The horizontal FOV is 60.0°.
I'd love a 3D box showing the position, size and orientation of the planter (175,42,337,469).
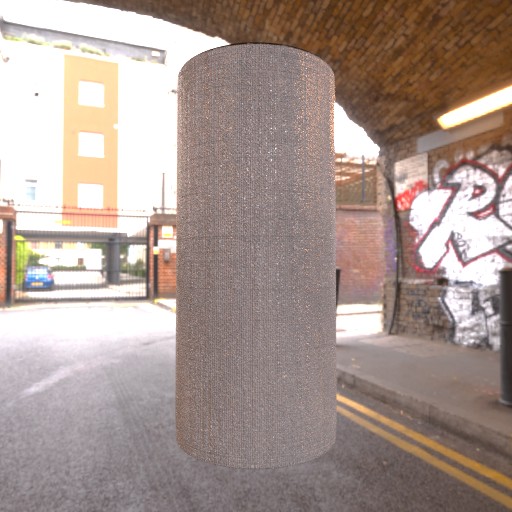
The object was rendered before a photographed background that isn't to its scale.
[{"bbox_3d":[0.000,0.000,0.128,0.045,0.103,0.045,-1,-2,17],"label":"planter"}]
